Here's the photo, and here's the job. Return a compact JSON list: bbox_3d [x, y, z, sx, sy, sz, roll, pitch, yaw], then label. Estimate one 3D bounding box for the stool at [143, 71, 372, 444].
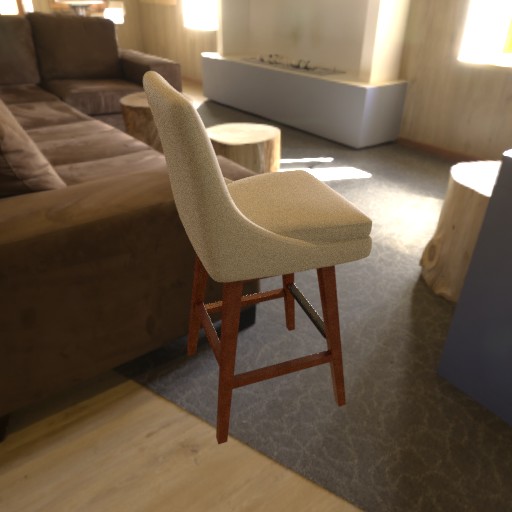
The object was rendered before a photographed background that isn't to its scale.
[{"bbox_3d":[0.000,0.000,1.430,0.559,1.092,0.470,-11,32,-17],"label":"stool"}]
